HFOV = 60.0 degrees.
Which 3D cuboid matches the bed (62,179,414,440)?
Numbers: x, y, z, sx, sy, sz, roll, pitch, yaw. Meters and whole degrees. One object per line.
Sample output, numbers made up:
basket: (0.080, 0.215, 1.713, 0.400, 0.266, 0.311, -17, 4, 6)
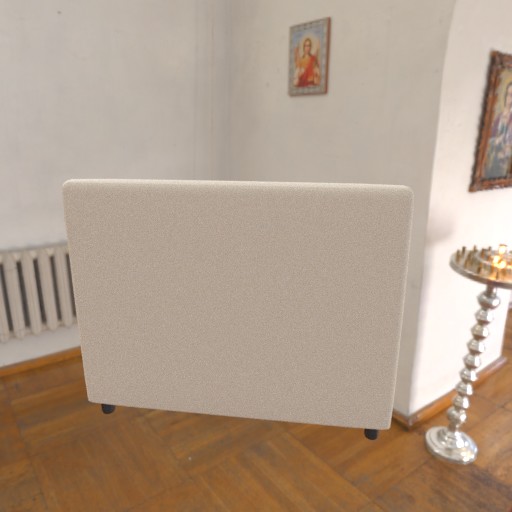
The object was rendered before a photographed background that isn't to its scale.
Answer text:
bed: (0.000, 0.000, 3.199, 1.714, 1.330, 2.147, 2, 17, 8)
